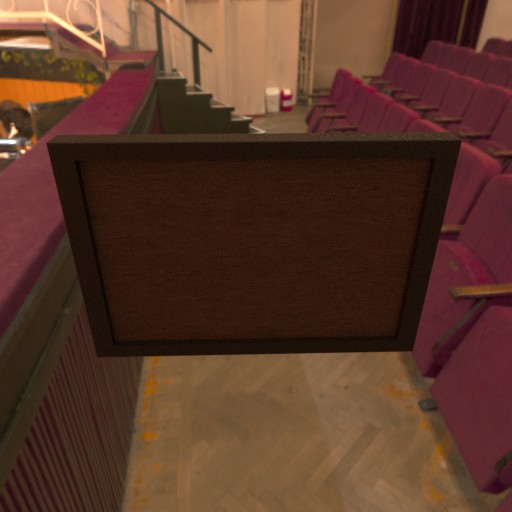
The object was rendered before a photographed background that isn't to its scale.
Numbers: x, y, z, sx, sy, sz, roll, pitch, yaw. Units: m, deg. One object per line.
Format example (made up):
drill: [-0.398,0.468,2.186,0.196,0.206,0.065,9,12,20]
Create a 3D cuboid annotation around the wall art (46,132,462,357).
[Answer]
wall art: [0.000,0.000,0.850,0.671,0.456,0.051,-1,30,-1]
